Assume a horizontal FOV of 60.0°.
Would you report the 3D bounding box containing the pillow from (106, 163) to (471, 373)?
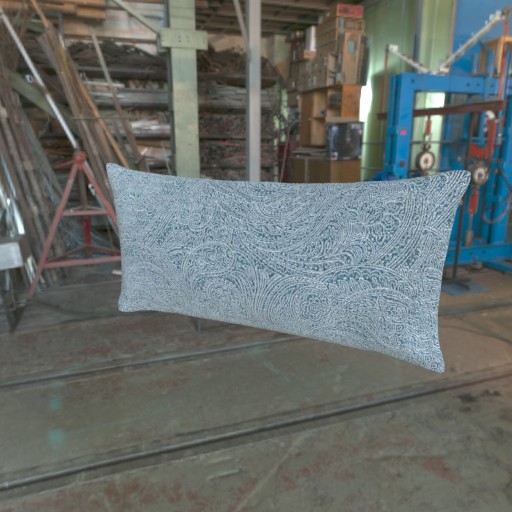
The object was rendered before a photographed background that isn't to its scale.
[{"bbox_3d":[0.000,0.000,0.737,0.615,0.295,0.151,7,16,24],"label":"pillow"}]
